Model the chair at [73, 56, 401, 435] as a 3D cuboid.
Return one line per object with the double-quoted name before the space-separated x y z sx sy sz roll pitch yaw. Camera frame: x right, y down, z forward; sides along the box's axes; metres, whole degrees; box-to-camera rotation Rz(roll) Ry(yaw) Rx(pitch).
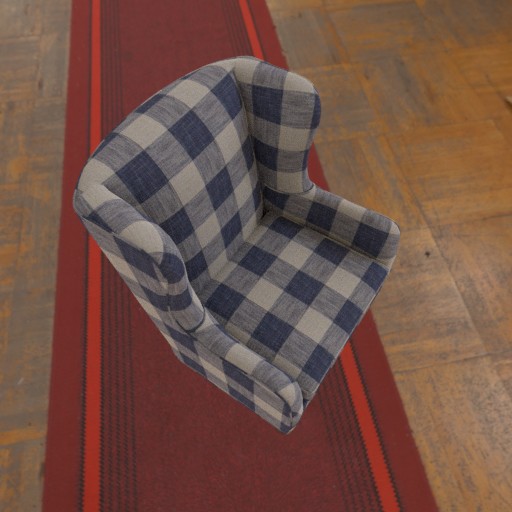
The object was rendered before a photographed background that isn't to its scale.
"chair" 0.000 0.000 1.681 0.889 1.041 0.830 30 63 18
